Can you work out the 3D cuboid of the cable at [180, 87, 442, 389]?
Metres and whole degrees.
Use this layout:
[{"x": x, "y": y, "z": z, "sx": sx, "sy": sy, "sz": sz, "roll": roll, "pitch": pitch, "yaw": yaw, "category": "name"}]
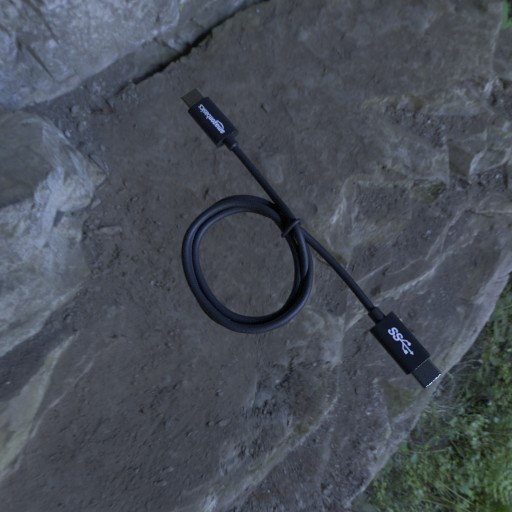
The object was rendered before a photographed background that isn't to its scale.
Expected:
[{"x": 0.000, "y": 0.000, "z": 0.208, "sx": 0.070, "sy": 0.014, "sz": 0.186, "roll": -37, "pitch": 78, "yaw": -9, "category": "cable"}]
